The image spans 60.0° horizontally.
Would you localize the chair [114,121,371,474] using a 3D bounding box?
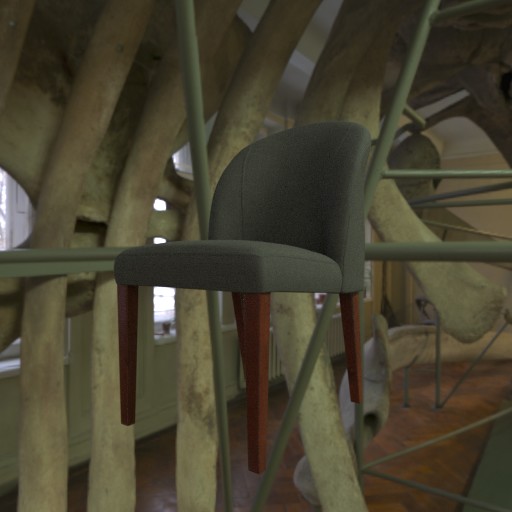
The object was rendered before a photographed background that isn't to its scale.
[{"bbox_3d":[0.000,0.000,1.246,0.506,0.879,0.619,0,0,36],"label":"chair"}]
